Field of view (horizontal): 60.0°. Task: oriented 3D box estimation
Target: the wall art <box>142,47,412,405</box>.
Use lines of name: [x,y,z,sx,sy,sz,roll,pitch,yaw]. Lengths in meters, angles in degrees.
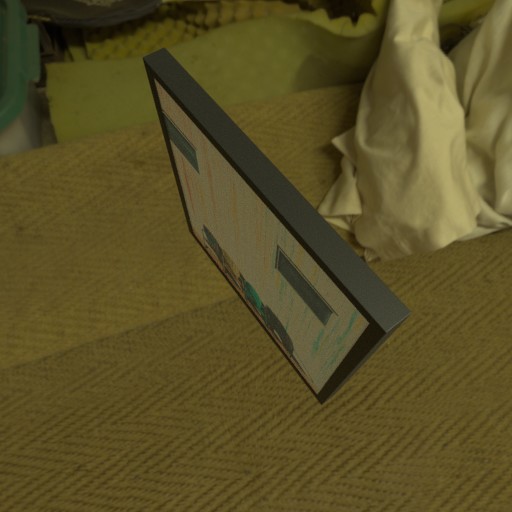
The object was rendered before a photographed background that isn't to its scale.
wall art: [0.000,0.000,0.779,0.037,0.506,0.506,-33,68,-15]
